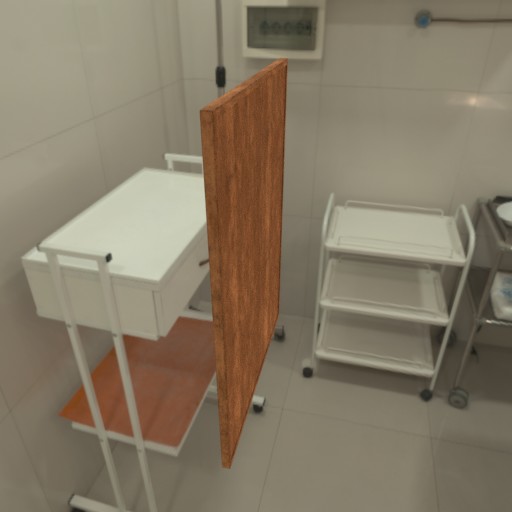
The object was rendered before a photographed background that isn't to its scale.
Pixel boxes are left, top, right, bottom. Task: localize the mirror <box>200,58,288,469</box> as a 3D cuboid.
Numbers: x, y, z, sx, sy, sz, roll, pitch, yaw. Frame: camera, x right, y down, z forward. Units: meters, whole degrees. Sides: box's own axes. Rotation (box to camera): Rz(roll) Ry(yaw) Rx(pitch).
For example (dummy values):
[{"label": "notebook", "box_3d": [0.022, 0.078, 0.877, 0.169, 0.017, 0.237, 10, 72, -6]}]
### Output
[{"label": "mirror", "box_3d": [0.000, 0.000, 1.447, 0.028, 1.099, 0.796, 7, 32, 12]}]
